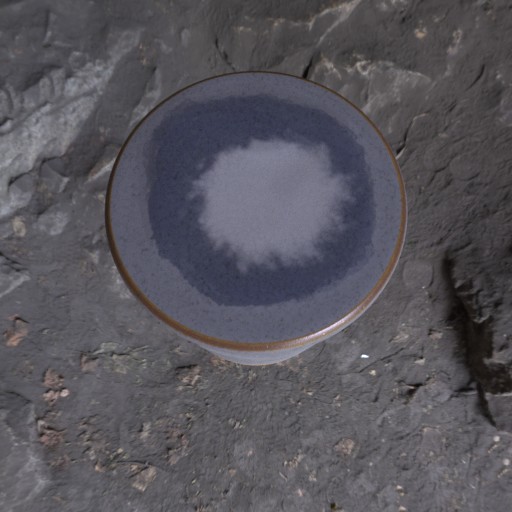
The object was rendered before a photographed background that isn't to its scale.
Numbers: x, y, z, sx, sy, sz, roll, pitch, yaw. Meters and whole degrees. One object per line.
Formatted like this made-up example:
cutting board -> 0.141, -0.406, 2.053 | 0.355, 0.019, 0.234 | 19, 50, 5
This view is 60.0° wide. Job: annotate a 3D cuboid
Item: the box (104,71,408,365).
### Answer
box -> 0.000, 0.000, 0.249 | 0.118, 0.168, 0.118 | 0, 74, 0
